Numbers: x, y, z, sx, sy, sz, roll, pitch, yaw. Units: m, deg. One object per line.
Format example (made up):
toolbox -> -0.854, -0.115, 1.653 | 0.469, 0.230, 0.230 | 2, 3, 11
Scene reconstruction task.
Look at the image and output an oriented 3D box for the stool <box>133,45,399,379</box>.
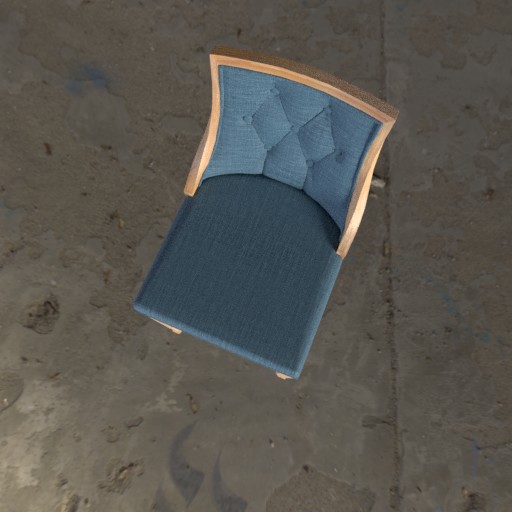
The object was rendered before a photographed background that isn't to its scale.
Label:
stool -> 0.000, 0.000, 1.436 | 0.524, 1.101, 0.626 | 22, 76, 6
